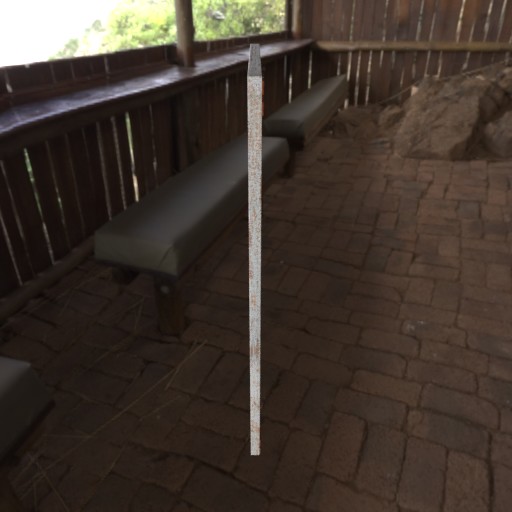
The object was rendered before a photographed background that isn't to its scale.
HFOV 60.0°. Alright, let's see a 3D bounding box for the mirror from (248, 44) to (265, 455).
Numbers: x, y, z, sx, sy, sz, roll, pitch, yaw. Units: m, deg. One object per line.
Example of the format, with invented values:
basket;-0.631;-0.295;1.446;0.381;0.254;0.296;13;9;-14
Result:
mirror;0.000;0.000;1.115;0.027;0.922;0.472;0;31;0
